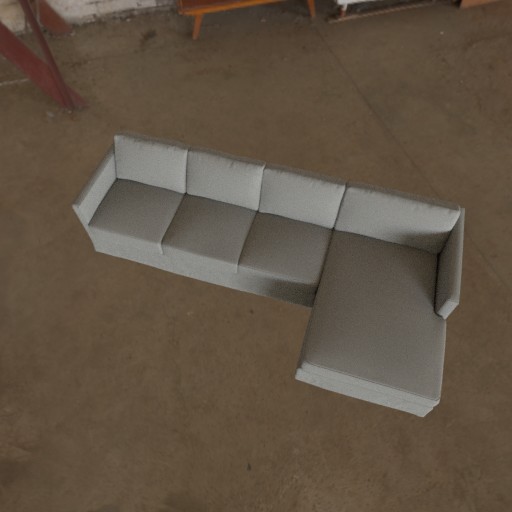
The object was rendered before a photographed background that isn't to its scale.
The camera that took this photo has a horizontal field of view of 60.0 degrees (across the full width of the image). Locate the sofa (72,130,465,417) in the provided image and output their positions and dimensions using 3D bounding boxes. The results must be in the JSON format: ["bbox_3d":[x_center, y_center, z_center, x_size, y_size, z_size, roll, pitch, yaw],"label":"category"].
[{"bbox_3d":[0.000,0.000,3.726,3.177,0.867,1.622,14,59,9],"label":"sofa"}]
